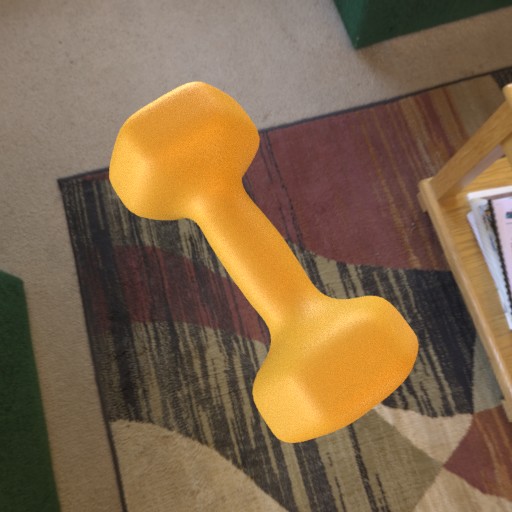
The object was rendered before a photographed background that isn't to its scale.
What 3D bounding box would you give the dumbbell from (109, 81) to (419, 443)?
[{"bbox_3d":[0.000,0.000,0.243,0.090,0.082,0.190,-33,78,-8],"label":"dumbbell"}]
